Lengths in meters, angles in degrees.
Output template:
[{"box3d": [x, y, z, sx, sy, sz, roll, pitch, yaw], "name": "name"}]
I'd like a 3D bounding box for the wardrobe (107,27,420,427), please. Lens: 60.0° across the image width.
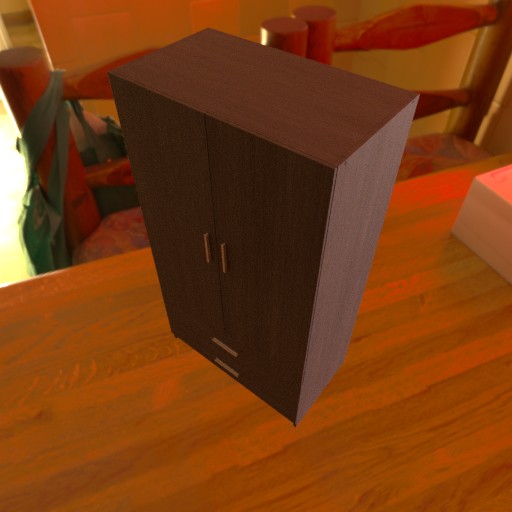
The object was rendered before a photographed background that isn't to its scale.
[{"box3d": [0.000, 0.000, 2.247, 0.991, 1.808, 0.577, 30, 54, 25], "name": "wardrobe"}]
